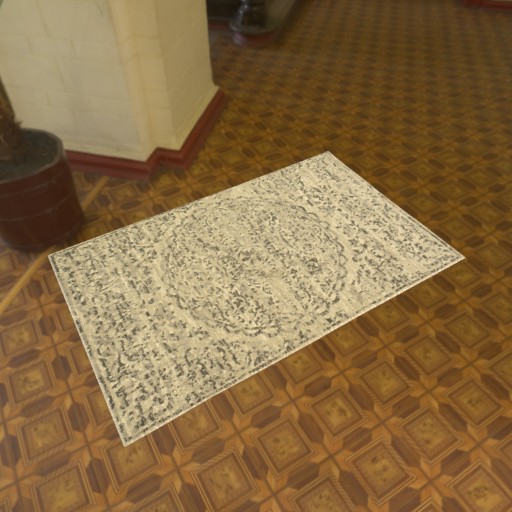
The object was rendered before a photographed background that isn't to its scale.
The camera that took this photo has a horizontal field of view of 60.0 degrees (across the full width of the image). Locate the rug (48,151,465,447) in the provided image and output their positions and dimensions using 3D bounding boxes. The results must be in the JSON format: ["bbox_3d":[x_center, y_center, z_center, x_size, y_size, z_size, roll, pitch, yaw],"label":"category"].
[{"bbox_3d":[0.000,0.000,3.059,2.447,0.021,1.527,-24,51,-21],"label":"rug"}]
